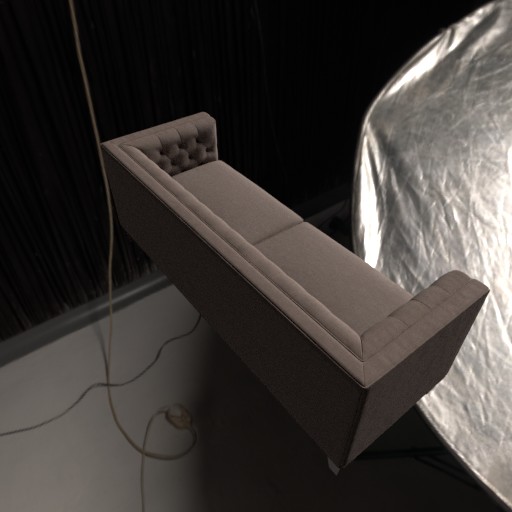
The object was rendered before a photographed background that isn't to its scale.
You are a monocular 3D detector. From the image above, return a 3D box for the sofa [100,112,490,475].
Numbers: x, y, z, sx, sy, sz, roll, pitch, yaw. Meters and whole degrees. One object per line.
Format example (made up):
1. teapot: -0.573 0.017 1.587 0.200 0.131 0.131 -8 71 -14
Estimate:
1. sofa: 0.000 0.000 2.518 0.775 0.762 2.159 -27 49 -27
